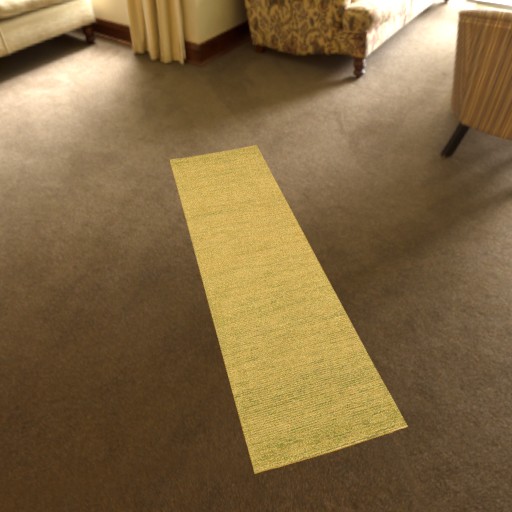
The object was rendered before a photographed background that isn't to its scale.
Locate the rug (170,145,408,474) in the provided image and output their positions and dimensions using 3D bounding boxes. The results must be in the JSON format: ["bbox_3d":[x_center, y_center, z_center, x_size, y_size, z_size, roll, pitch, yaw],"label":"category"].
[{"bbox_3d":[0.000,0.000,2.615,0.686,0.013,2.340,-12,47,-11],"label":"rug"}]
